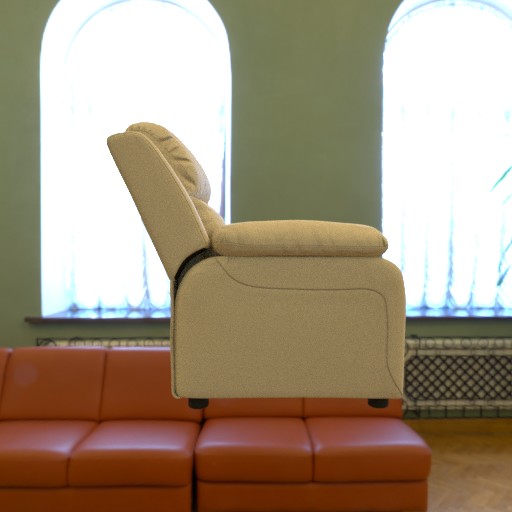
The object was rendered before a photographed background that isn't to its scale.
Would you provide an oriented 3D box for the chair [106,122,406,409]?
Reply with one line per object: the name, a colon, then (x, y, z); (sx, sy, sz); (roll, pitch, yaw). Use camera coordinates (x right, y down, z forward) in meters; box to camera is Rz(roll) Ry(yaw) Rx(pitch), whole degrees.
chair: (0.000, 0.000, 1.291); (0.709, 0.702, 0.680); (0, 1, -2)
